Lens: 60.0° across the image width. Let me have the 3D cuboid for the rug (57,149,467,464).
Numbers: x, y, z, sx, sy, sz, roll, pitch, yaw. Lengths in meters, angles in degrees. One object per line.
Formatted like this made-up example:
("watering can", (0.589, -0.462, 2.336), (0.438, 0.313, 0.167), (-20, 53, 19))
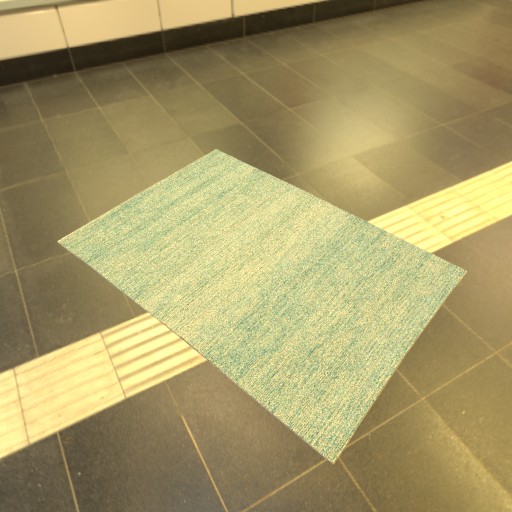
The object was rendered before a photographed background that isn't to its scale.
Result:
("rug", (0.000, 0.000, 2.992), (2.305, 0.029, 1.593), (31, 53, 27))
